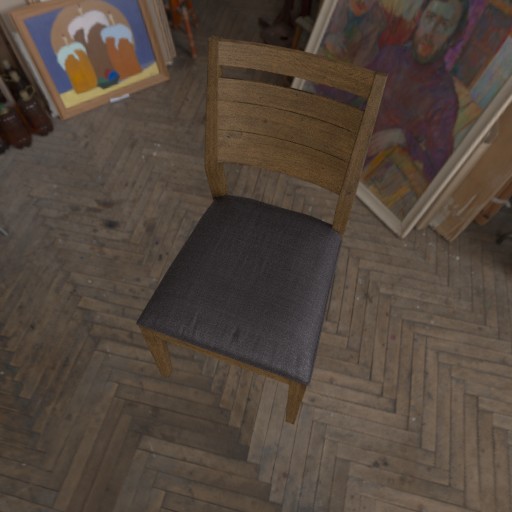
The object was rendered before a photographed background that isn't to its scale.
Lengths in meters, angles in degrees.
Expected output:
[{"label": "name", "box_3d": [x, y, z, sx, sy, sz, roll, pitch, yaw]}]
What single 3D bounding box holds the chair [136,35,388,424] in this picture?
[{"label": "chair", "box_3d": [0.000, 0.000, 1.277, 0.501, 0.939, 0.610, 17, 60, 10]}]
